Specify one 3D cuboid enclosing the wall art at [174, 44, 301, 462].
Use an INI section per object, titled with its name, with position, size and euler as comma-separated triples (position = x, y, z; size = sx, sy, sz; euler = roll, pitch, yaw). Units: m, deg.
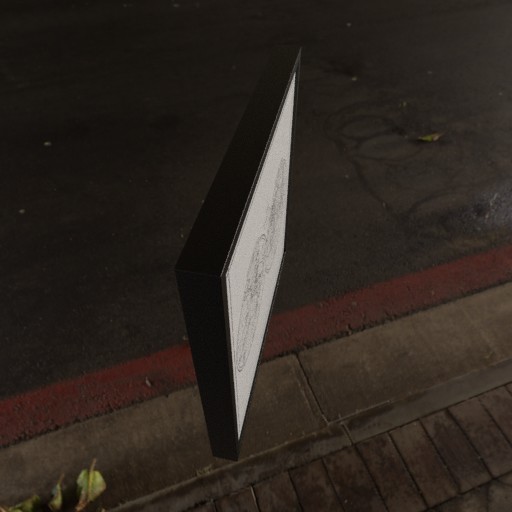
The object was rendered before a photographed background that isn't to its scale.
[wall art]
position = 0.000, 0.000, 0.483
size = 0.029, 0.318, 0.327
euler = 9, 48, 8
